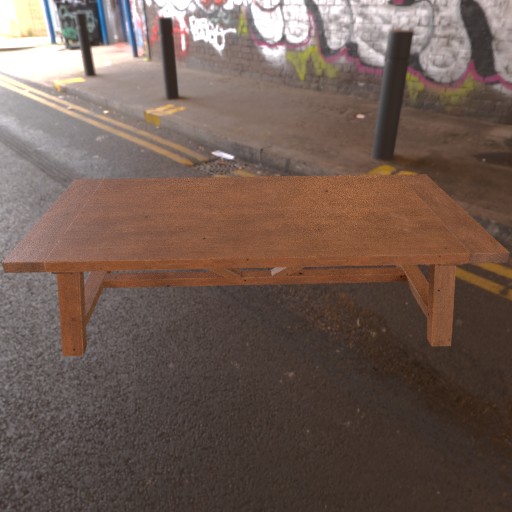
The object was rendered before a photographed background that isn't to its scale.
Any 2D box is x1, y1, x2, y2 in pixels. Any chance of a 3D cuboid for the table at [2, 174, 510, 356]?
[{"bbox_3d":[0.000,0.000,2.038,1.800,0.465,0.820,-1,30,-2],"label":"table"}]
